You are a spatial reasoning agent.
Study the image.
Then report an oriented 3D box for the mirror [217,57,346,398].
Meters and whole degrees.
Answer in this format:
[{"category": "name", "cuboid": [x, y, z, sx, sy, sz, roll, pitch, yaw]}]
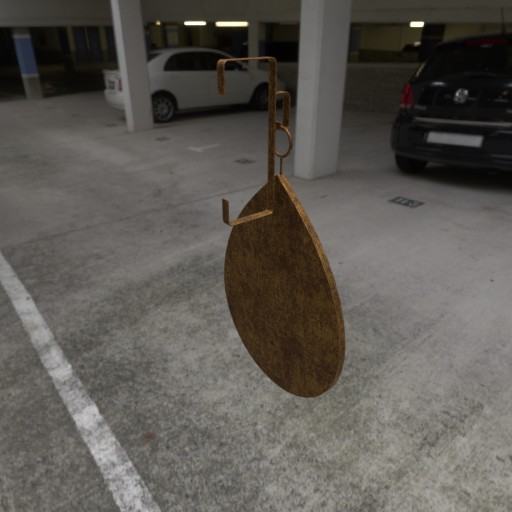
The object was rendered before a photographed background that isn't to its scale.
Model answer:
[{"category": "mirror", "cuboid": [0.000, 0.000, 0.911, 0.144, 0.744, 0.405, -20, 34, -33]}]
